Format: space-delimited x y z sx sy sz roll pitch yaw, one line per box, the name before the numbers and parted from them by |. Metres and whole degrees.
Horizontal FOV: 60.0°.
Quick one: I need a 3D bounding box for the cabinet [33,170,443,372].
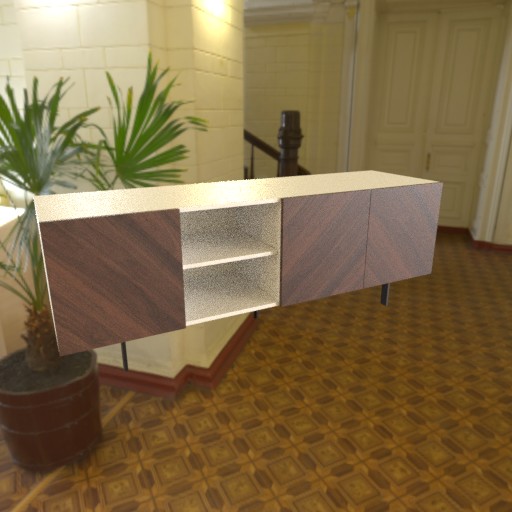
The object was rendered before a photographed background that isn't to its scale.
cabinet | 0.000 0.000 1.751 1.499 0.533 0.431 -9 20 -26
